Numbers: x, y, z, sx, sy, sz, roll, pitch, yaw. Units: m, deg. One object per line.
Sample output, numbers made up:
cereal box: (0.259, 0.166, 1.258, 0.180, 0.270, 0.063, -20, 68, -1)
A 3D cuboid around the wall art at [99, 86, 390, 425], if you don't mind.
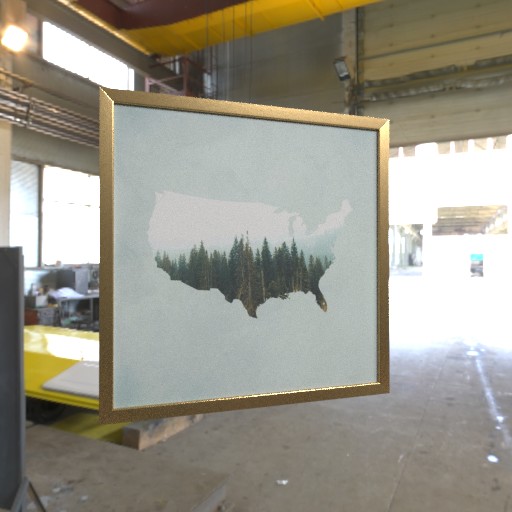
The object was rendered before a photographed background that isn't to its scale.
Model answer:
wall art: (0.000, 0.000, 0.764, 0.509, 0.509, 0.040, 0, 0, -18)
